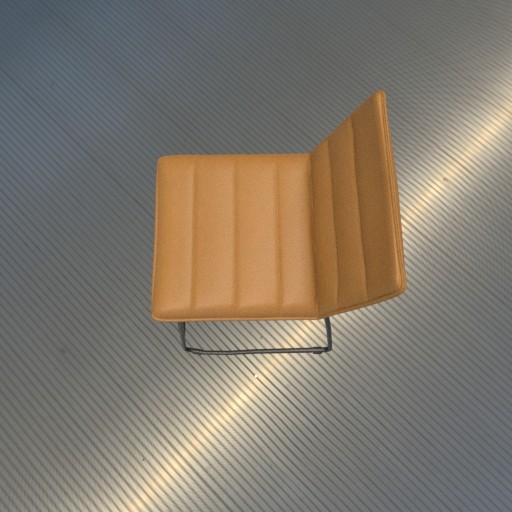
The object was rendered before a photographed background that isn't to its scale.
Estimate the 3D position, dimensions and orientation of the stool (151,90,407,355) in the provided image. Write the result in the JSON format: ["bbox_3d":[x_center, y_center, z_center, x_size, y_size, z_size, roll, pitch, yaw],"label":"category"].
[{"bbox_3d":[0.000,0.000,1.211,0.524,0.936,0.489,-1,75,0],"label":"stool"}]
